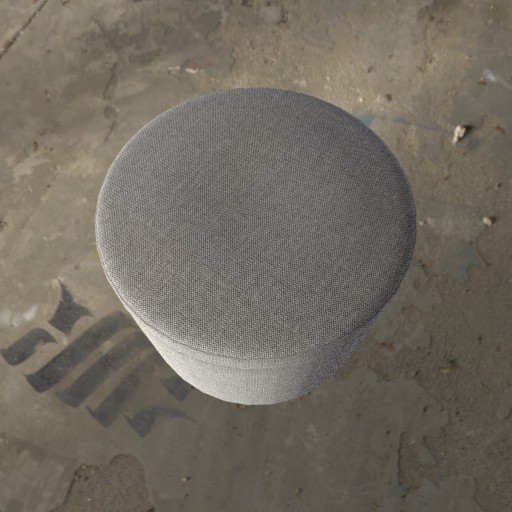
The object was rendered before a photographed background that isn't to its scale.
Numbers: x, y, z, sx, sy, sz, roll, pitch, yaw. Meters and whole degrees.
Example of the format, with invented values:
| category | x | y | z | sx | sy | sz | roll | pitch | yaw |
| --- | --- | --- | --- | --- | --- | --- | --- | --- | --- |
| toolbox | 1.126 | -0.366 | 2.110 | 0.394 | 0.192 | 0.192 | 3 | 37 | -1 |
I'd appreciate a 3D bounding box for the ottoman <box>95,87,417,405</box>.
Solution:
| category | x | y | z | sx | sy | sz | roll | pitch | yaw |
| --- | --- | --- | --- | --- | --- | --- | --- | --- | --- |
| ottoman | 0.000 | 0.000 | 0.855 | 0.500 | 0.419 | 0.500 | 0 | 63 | 0 |
